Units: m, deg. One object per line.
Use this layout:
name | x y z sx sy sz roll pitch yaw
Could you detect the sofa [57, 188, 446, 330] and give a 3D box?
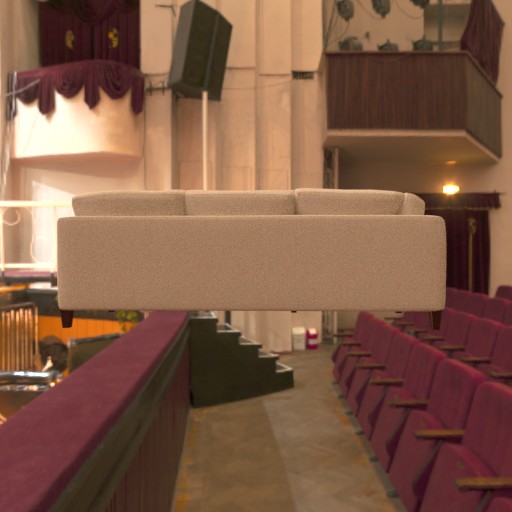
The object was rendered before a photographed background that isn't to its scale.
sofa | 0.000 0.000 4.514 2.593 0.947 3.302 0 0 2
